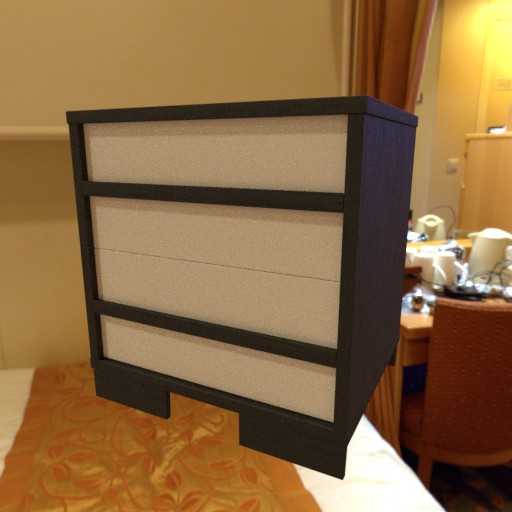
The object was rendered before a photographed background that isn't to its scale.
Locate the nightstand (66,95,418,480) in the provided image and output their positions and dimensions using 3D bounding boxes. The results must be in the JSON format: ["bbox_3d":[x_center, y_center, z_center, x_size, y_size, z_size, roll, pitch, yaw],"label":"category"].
[{"bbox_3d":[0.000,0.000,0.732,0.427,0.448,0.347,7,15,27],"label":"nightstand"}]
